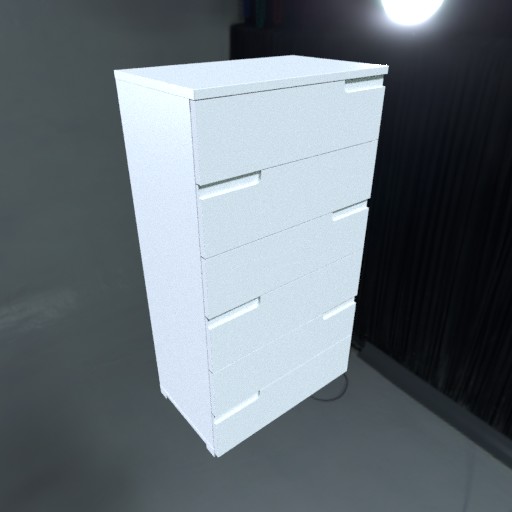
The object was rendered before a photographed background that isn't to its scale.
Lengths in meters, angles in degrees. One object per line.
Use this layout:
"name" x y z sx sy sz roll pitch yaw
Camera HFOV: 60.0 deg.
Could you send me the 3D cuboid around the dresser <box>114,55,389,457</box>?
"dresser" 0.000 0.000 1.514 0.650 1.190 0.400 -22 36 -33
